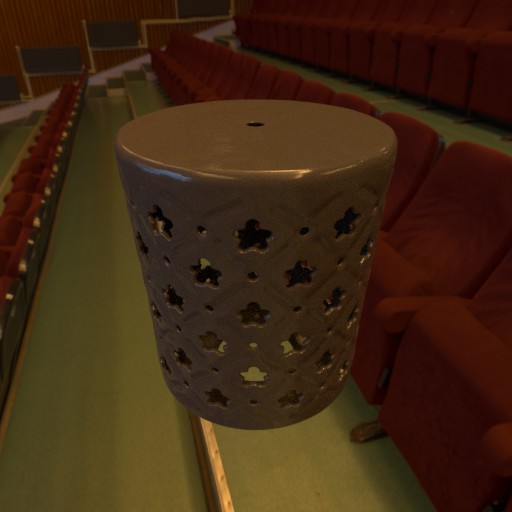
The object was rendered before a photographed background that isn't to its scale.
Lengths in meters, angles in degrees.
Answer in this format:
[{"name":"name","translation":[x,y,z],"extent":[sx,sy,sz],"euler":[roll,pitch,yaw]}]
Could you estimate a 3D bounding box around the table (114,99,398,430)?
[{"name":"table","translation":[0.000,0.000,0.657],"extent":[0.352,0.387,0.352],"euler":[0,30,0]}]
